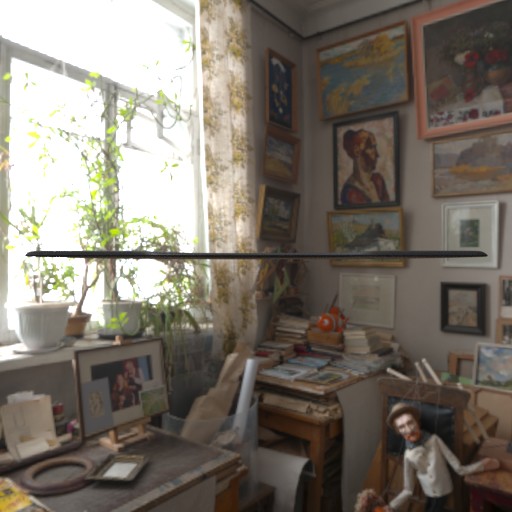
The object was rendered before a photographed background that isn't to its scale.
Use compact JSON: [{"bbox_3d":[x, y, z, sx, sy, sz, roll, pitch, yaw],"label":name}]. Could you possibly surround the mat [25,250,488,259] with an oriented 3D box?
[{"bbox_3d":[0.000,0.000,1.880,1.525,0.022,0.917,0,-1,-1],"label":"mat"}]
